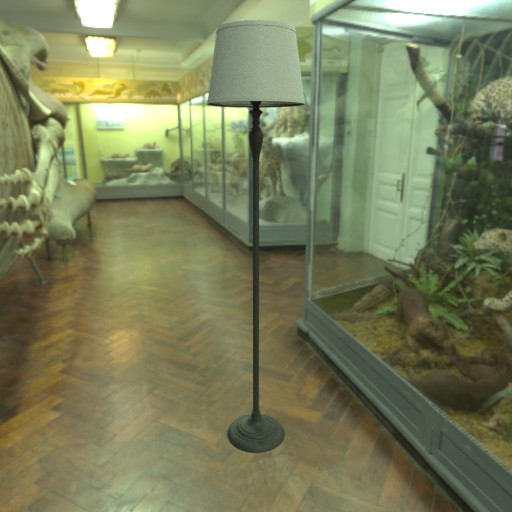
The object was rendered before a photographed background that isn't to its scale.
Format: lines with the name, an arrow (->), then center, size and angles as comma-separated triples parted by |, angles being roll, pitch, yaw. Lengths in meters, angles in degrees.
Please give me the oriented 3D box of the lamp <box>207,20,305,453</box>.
lamp -> 0.000, 0.000, 1.621 | 0.327, 1.506, 0.327 | 13, 20, 40
